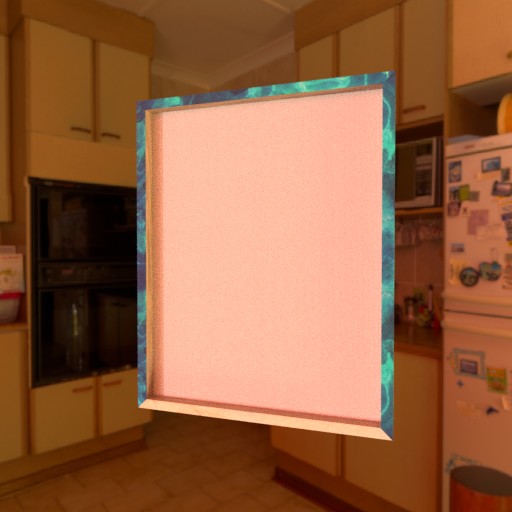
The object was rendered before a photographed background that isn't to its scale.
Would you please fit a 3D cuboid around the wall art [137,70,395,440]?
[{"bbox_3d":[0.000,0.000,1.023,0.609,0.760,0.038,0,1,18],"label":"wall art"}]
